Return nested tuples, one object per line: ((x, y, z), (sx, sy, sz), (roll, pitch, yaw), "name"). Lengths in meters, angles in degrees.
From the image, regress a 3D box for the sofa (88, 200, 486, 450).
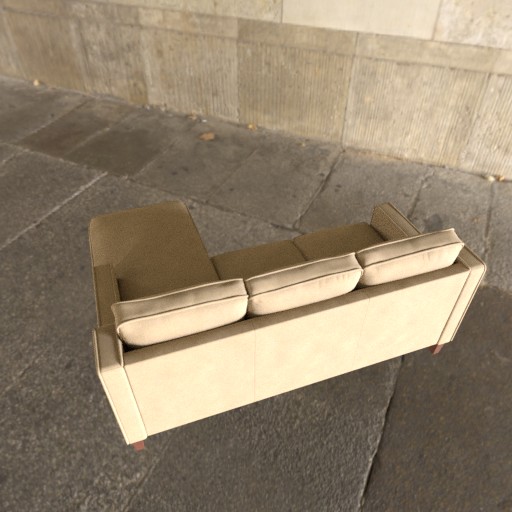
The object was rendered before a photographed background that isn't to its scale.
((0.000, 0.000, 3.270), (2.317, 1.066, 1.858), (-13, 43, -14), "sofa")
